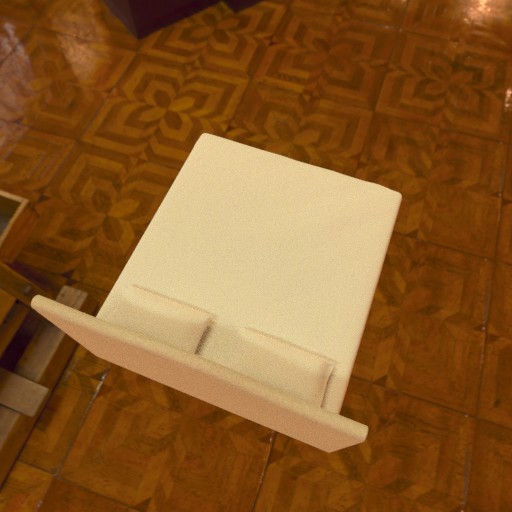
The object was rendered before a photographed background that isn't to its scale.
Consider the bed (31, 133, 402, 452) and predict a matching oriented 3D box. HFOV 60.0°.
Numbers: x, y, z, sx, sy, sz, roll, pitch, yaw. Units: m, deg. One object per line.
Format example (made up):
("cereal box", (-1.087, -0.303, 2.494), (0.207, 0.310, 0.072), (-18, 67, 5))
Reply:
("bed", (0.000, 0.000, 3.477), (2.083, 1.421, 2.182), (19, 65, 9))
